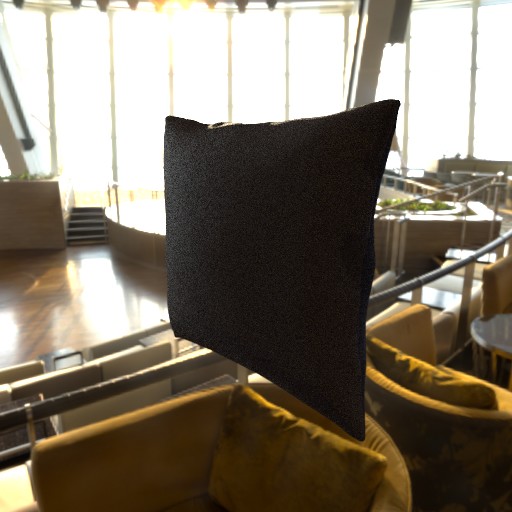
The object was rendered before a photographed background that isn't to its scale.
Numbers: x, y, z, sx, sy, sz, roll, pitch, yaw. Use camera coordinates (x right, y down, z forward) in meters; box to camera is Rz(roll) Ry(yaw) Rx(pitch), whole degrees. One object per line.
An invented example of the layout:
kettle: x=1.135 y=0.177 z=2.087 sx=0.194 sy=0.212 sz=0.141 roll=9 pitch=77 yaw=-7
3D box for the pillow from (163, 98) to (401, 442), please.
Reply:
pillow: x=0.000 y=0.000 z=0.693 sx=0.204 sy=0.439 sz=0.452 roll=-14 pitch=20 yaw=-43
